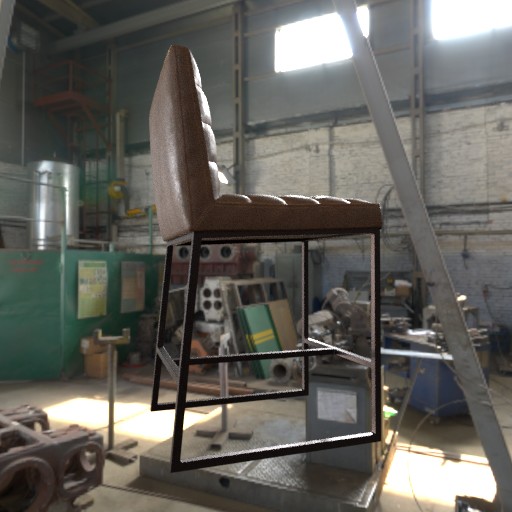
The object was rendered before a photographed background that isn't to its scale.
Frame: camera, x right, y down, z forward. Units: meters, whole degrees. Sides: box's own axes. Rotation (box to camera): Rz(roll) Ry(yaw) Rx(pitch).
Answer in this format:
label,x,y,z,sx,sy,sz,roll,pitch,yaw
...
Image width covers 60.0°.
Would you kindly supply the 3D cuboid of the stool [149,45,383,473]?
label,x,y,z,sx,sy,sz,roll,pitch,yaw
stool,0.000,0.000,1.252,0.562,0.942,0.463,0,-1,-19
